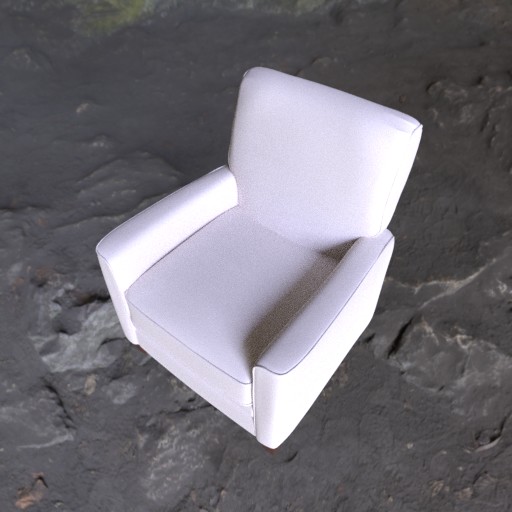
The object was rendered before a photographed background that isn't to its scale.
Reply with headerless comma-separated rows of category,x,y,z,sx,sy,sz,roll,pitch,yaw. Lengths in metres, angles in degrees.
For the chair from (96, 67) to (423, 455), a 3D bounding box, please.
chair,0.000,0.000,1.635,0.841,1.028,0.858,29,52,25
